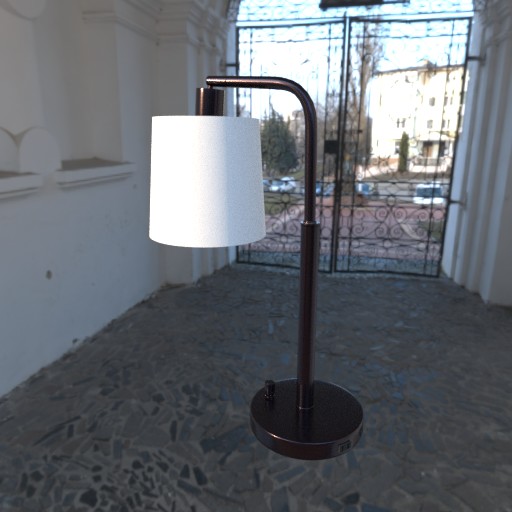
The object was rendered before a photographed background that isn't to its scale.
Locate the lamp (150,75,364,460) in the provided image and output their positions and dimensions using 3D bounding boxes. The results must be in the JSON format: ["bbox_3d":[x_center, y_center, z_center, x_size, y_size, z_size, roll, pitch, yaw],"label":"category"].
[{"bbox_3d":[0.000,0.000,0.631,0.333,0.489,0.171,8,17,27],"label":"lamp"}]
